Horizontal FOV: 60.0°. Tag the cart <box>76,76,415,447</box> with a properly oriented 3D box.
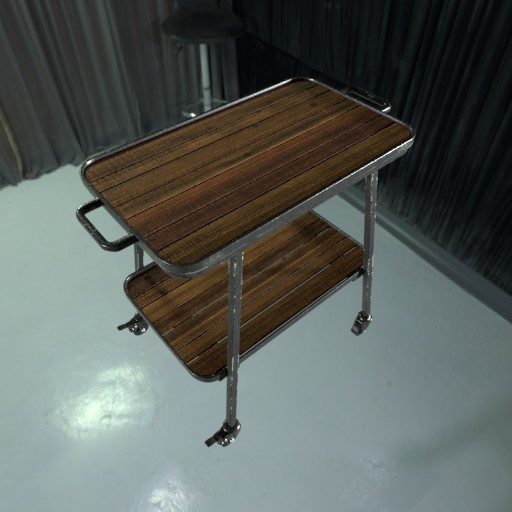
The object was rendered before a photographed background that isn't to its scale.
[{"bbox_3d":[0.000,0.000,1.240,0.806,0.700,0.515,-32,54,-26],"label":"cart"}]
